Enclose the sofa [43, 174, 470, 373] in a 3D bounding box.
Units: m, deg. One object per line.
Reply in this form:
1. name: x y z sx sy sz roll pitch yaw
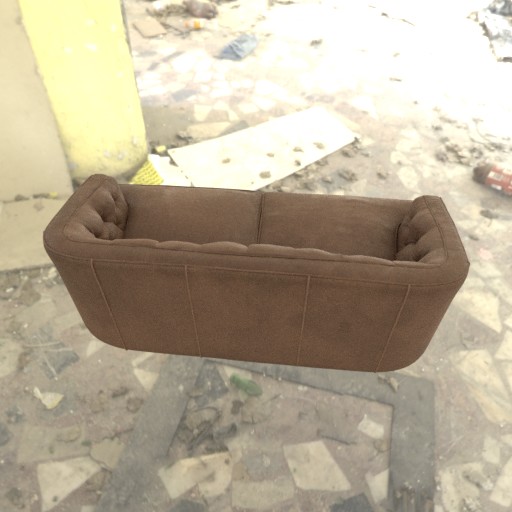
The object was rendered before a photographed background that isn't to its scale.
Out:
1. sofa: 0.000 0.000 2.215 1.767 0.799 0.917 4 47 4
